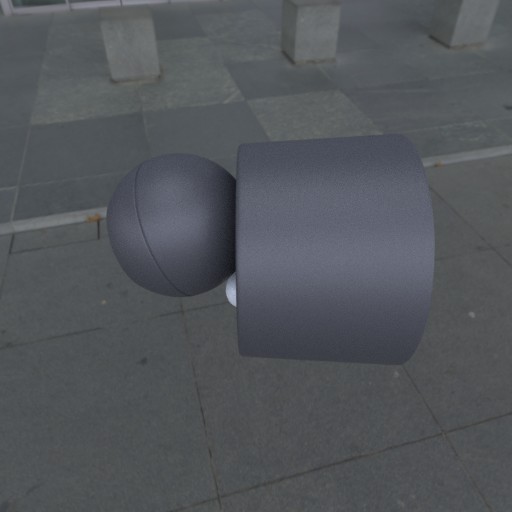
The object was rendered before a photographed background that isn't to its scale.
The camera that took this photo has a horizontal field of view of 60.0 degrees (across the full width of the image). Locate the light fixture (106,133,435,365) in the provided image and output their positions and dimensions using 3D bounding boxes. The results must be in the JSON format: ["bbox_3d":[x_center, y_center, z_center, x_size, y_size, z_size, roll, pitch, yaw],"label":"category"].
[{"bbox_3d":[0.000,0.000,0.267,0.160,0.143,0.134,0,43,0],"label":"light fixture"}]
